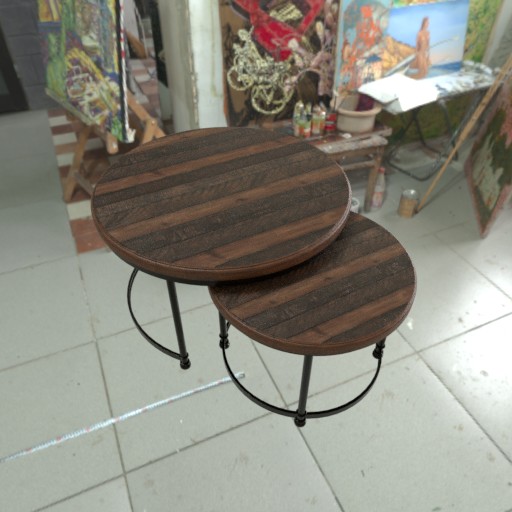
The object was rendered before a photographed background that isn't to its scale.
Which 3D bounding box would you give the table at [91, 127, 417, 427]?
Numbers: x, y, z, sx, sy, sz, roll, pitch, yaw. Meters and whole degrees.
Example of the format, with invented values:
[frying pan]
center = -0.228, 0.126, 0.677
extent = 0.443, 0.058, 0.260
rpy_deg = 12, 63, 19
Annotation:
[table]
center = 0.000, 0.000, 1.615
extent = 1.152, 0.516, 0.870
rpy_deg = 26, 48, 26
